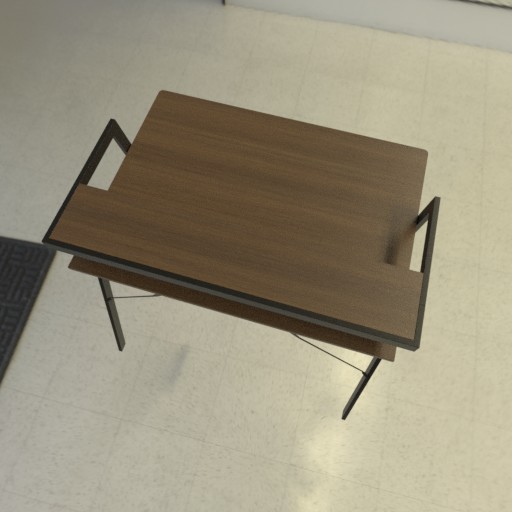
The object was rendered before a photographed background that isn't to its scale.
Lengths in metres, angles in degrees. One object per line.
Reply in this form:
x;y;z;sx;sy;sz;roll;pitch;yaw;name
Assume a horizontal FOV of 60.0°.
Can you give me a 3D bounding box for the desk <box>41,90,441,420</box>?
0.000;0.000;1.873;1.143;0.998;0.936;15;66;7;desk
